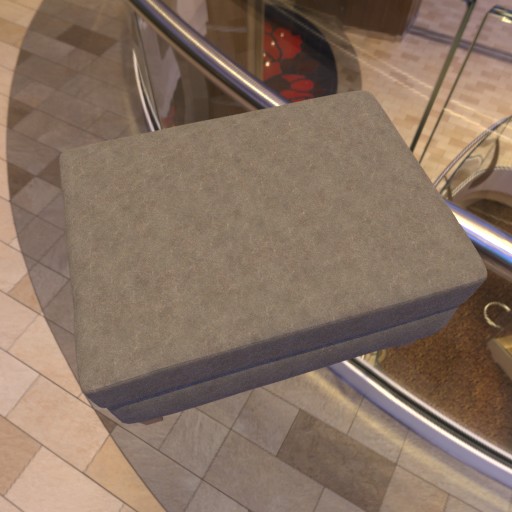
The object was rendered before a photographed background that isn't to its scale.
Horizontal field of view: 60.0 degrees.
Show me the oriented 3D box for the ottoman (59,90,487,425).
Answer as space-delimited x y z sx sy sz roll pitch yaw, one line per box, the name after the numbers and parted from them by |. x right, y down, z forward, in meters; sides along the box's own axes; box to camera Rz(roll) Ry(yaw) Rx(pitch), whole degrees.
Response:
0.000 0.000 1.168 0.839 0.464 0.639 -14 59 -9 | ottoman
